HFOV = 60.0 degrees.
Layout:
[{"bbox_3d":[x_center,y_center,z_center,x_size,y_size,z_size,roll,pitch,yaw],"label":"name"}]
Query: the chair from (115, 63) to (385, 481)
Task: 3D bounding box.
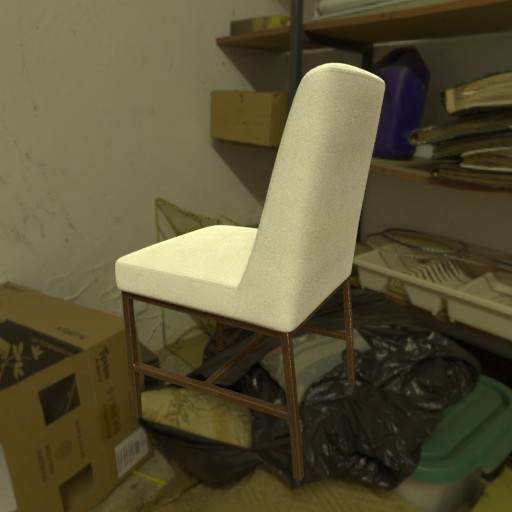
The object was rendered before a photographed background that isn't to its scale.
[{"bbox_3d":[0.000,0.000,1.240,0.597,0.933,0.503,8,18,27],"label":"chair"}]
